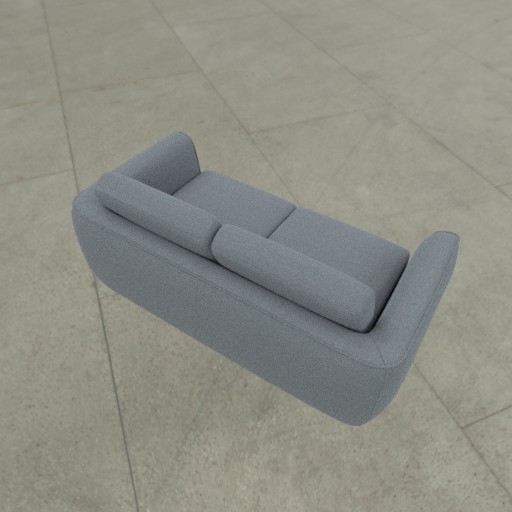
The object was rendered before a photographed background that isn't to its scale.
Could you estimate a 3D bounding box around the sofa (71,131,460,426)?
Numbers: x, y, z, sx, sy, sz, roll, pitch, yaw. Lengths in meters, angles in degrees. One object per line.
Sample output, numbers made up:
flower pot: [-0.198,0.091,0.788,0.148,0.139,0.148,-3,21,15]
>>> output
sofa: [0.000,0.000,2.190,1.700,0.850,0.920,25,51,22]
